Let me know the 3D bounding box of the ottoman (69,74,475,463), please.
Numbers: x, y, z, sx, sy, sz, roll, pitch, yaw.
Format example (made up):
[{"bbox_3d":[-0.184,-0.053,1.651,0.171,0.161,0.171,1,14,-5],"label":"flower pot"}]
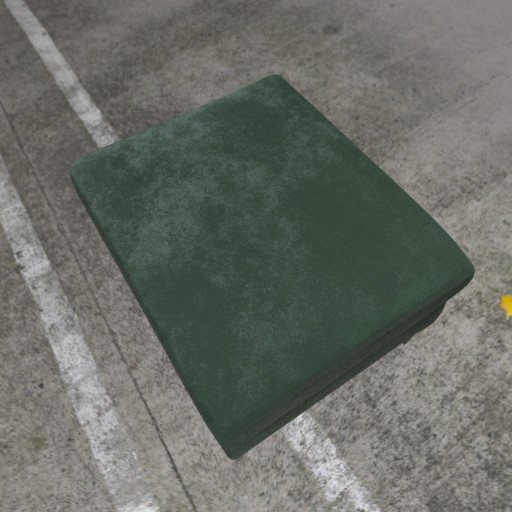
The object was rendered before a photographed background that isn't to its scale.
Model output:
[{"bbox_3d":[0.000,0.000,1.273,0.701,0.538,0.839,-29,63,-16],"label":"ottoman"}]
